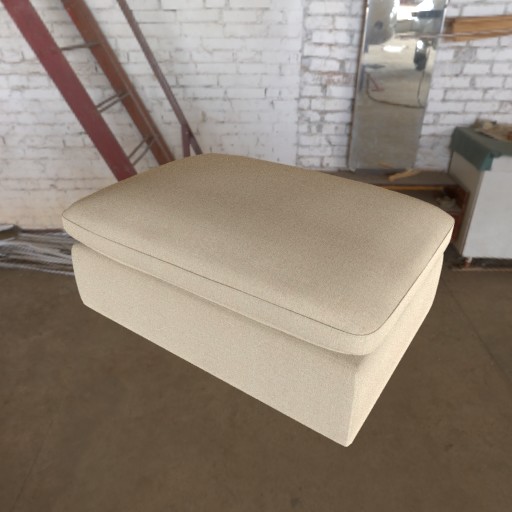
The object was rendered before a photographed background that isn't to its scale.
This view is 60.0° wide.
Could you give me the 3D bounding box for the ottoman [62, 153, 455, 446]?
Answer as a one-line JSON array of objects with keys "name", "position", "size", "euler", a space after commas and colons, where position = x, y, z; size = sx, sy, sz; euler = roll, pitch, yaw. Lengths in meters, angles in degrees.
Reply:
[{"name": "ottoman", "position": [0.000, 0.000, 1.359], "size": [0.984, 0.453, 0.686], "euler": [19, 36, 29]}]
